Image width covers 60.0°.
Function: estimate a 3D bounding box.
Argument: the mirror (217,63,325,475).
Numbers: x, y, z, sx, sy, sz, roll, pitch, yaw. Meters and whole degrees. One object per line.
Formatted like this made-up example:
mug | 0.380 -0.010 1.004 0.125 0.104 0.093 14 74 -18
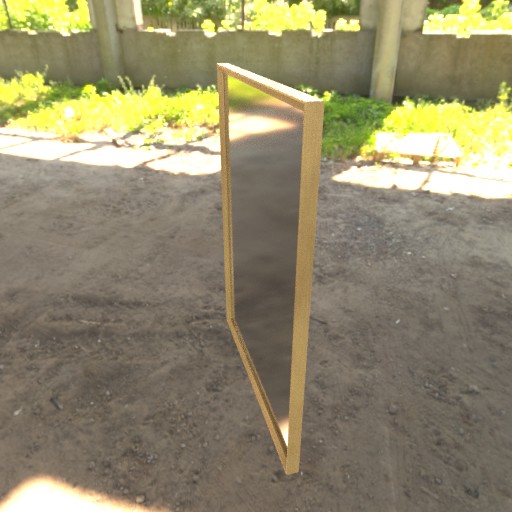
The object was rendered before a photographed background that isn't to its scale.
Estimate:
mirror | 0.000 0.000 1.346 0.041 1.016 0.762 -8 29 -14
